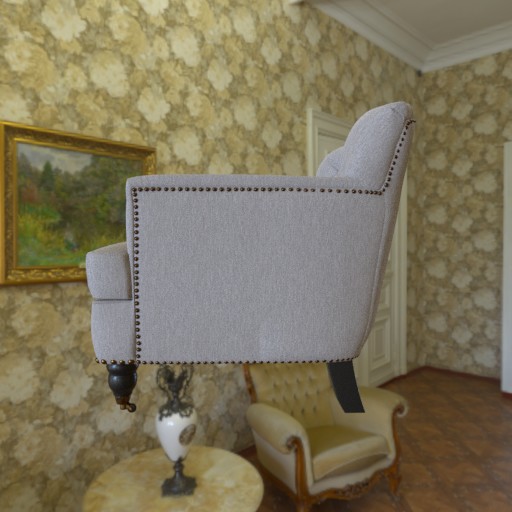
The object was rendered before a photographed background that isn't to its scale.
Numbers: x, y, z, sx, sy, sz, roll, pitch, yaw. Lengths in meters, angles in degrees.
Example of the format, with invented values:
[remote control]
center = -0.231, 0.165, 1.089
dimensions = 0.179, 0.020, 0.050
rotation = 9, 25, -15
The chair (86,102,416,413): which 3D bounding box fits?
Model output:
[chair]
center = 0.000, 0.000, 1.467
dimensions = 0.902, 0.823, 0.737
rotation = 0, 1, -2
